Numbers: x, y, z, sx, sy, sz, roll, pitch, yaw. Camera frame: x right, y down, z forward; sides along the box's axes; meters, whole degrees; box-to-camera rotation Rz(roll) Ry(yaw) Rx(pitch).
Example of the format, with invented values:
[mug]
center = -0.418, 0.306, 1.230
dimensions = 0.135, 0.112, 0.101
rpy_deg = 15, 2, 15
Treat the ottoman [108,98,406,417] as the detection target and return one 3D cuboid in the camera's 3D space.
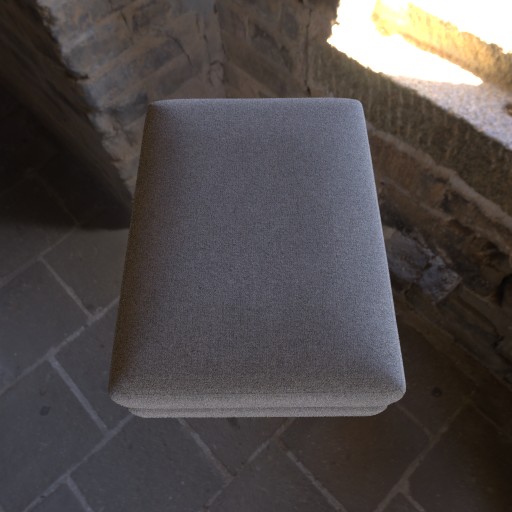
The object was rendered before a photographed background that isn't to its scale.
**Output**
[ottoman]
center = 0.000, 0.000, 1.214
dimensions = 0.611, 0.441, 0.821
rpy_deg = 0, 63, 0
